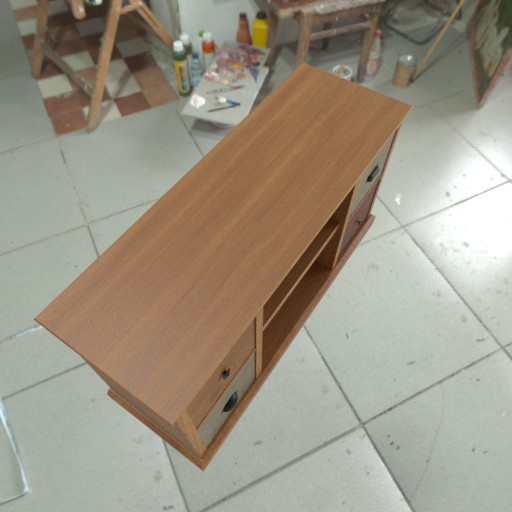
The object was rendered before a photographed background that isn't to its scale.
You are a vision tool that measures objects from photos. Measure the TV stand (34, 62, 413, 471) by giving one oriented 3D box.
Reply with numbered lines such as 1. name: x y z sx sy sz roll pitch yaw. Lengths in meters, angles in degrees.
1. TV stand: 0.000 0.000 1.456 0.417 0.607 1.181 30 62 18
